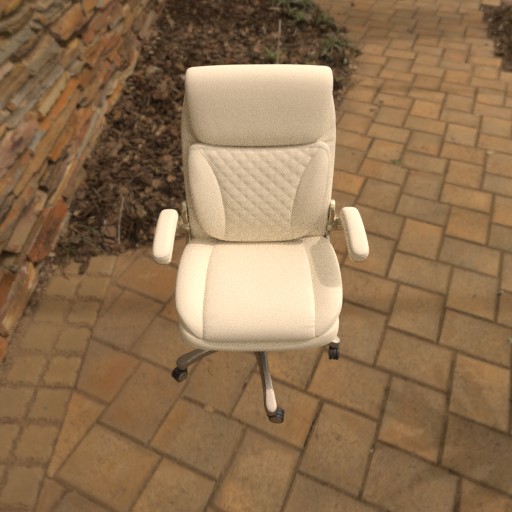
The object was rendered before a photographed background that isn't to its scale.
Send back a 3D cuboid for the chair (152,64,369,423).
[{"bbox_3d":[0.000,0.000,1.633,0.740,1.110,0.794,-3,46,-3],"label":"chair"}]
